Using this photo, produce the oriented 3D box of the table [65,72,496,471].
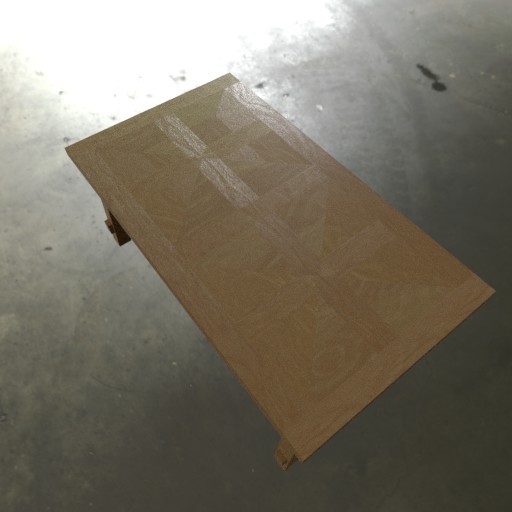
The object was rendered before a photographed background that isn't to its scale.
[{"bbox_3d":[0.000,0.000,1.602,0.711,0.507,1.270,-33,62,-20],"label":"table"}]
